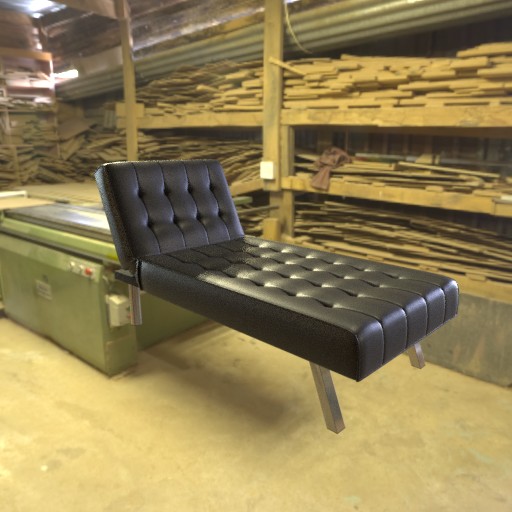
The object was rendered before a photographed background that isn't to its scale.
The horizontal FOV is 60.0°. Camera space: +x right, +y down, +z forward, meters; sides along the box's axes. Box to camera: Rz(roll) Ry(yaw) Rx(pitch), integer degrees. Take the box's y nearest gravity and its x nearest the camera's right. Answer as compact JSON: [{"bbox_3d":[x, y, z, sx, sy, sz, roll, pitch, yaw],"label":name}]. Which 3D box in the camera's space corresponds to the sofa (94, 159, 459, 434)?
[{"bbox_3d":[0.000,0.000,2.019,1.560,0.820,0.760,14,19,43],"label":"sofa"}]
